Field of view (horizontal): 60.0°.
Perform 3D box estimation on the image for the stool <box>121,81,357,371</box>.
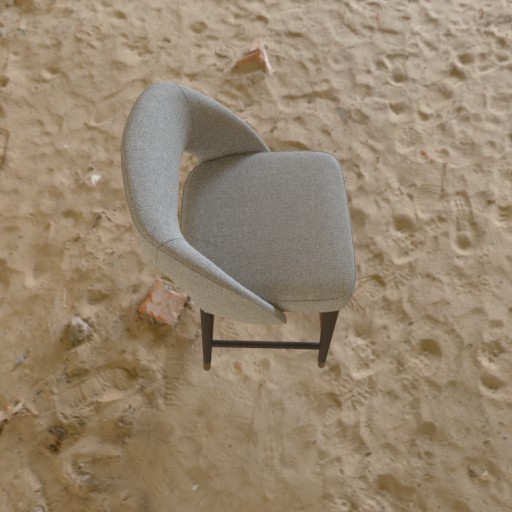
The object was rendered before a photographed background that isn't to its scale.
[{"bbox_3d":[0.000,0.000,1.299,0.509,1.037,0.494,-1,64,-1],"label":"stool"}]
